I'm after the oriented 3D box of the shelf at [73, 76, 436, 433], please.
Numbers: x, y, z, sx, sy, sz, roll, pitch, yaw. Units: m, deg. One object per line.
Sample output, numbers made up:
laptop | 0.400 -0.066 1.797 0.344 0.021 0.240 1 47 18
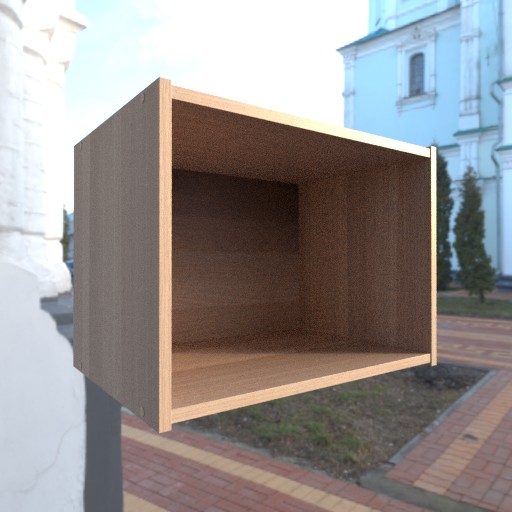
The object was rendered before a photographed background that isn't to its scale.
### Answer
shelf | 0.000 0.000 0.617 0.415 0.305 0.290 0 0 -36
